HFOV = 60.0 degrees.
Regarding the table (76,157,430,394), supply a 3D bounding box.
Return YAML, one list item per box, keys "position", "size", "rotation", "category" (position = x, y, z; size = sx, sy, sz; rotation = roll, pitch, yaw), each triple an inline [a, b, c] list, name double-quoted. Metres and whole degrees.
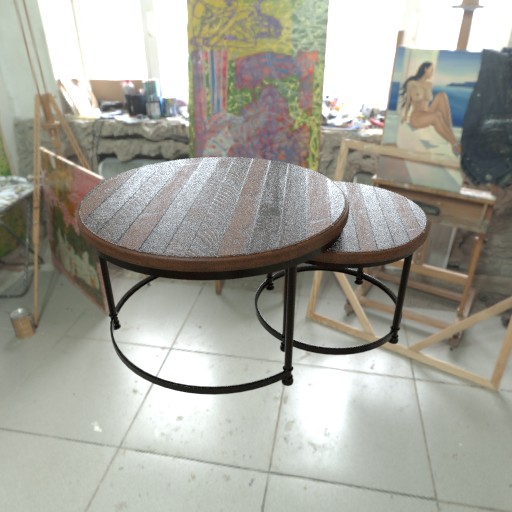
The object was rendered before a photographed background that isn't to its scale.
- position: [0.000, 0.000, 1.627]
  size: [1.152, 0.516, 0.870]
  rotation: [-10, 30, -17]
  category: "table"
